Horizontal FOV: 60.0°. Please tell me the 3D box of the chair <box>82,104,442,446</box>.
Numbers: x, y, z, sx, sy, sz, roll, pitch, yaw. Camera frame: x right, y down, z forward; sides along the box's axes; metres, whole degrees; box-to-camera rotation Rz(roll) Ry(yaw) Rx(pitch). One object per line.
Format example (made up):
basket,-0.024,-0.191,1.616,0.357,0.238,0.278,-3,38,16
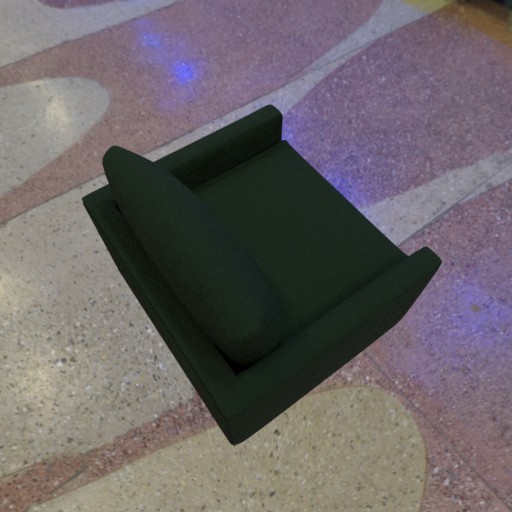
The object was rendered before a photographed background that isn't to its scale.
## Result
chair,0.000,0.000,1.658,0.866,0.861,0.963,-32,64,-18
